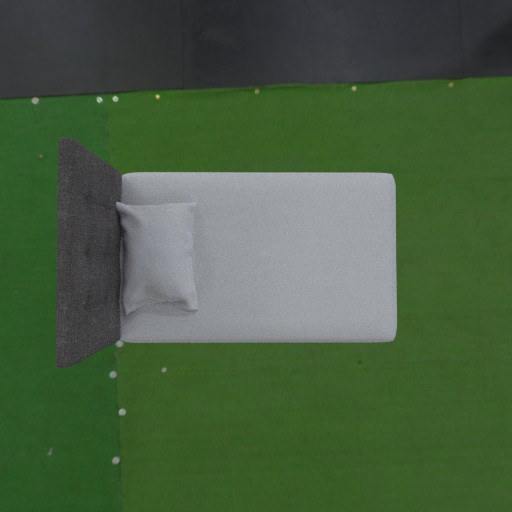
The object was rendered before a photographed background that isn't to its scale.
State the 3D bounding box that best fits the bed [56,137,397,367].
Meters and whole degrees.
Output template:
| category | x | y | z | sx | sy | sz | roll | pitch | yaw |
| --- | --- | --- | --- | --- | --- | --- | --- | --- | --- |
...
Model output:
| category | x | y | z | sx | sy | sz | roll | pitch | yaw |
| --- | --- | --- | --- | --- | --- | --- | --- | --- | --- |
| bed | 0.000 | 0.000 | 2.955 | 1.997 | 1.571 | 1.261 | 0 | 88 | 0 |
